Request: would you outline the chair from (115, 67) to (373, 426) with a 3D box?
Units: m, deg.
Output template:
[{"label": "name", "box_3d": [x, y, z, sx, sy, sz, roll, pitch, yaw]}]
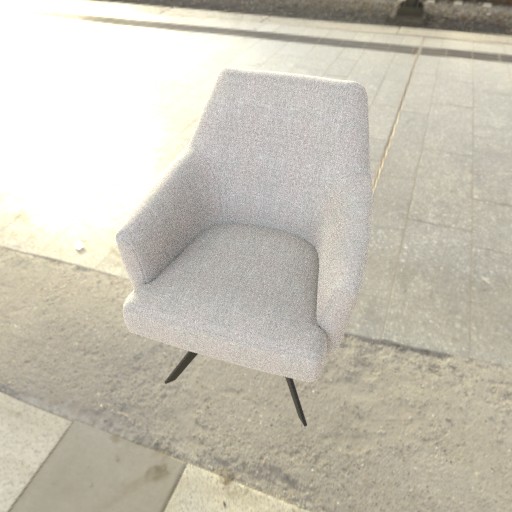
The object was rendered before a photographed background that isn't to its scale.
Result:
[{"label": "chair", "box_3d": [0.000, 0.000, 1.330, 0.642, 0.874, 0.677, 12, 42, 14]}]
